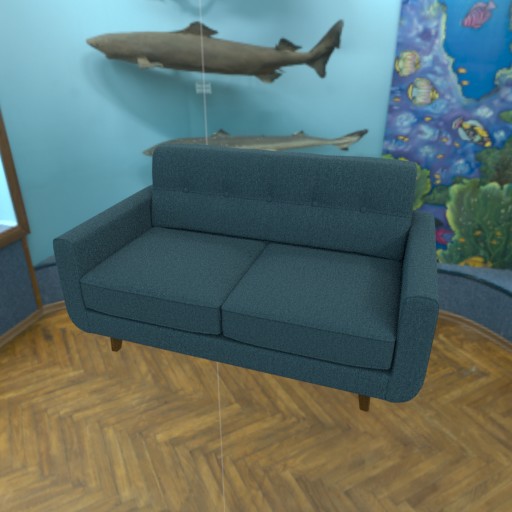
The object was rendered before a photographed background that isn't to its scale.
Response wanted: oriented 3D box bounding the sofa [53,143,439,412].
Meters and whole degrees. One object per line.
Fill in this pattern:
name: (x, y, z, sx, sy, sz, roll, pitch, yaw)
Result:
sofa: (0.000, 0.000, 2.211, 1.651, 0.896, 0.942, 9, 27, 17)
